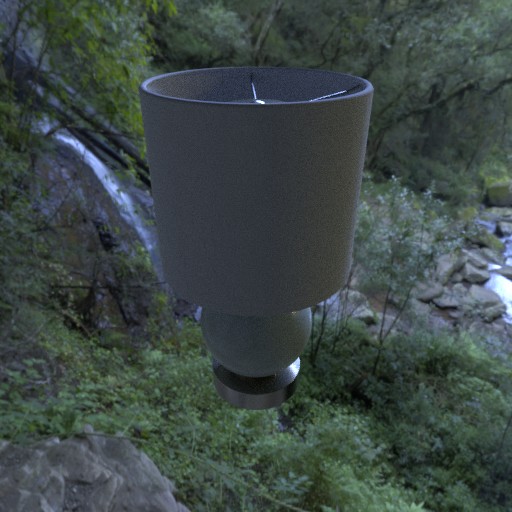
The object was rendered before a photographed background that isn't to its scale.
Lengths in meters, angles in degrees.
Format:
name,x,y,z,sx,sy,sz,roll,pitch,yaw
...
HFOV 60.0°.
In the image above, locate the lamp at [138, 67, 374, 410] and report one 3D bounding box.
name,x,y,z,sx,sy,sz,roll,pitch,yaw
lamp,0.000,0.000,0.476,0.201,0.353,0.201,-18,35,-29
